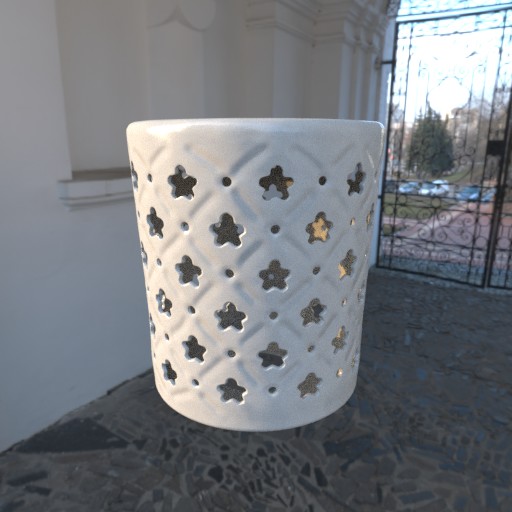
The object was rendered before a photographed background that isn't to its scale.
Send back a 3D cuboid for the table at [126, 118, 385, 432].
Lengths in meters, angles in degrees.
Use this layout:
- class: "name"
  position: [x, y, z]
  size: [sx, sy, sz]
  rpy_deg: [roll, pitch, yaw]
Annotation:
- class: "table"
  position: [0.000, 0.000, 0.667]
  size: [0.352, 0.387, 0.352]
  rpy_deg: [0, 15, 0]
